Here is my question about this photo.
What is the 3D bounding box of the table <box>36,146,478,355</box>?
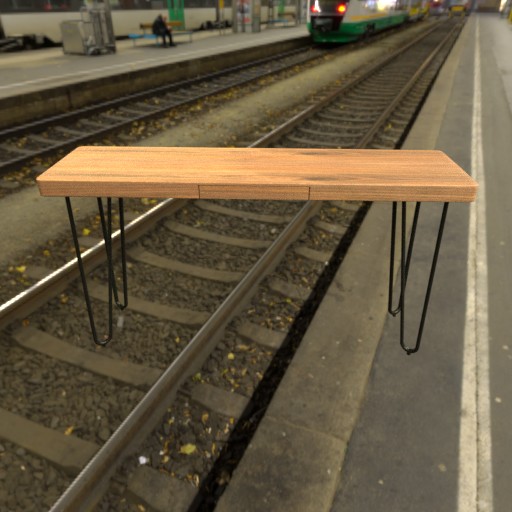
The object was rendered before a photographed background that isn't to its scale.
[{"bbox_3d":[0.000,0.000,1.943,1.570,0.834,0.425,1,30,2],"label":"table"}]
